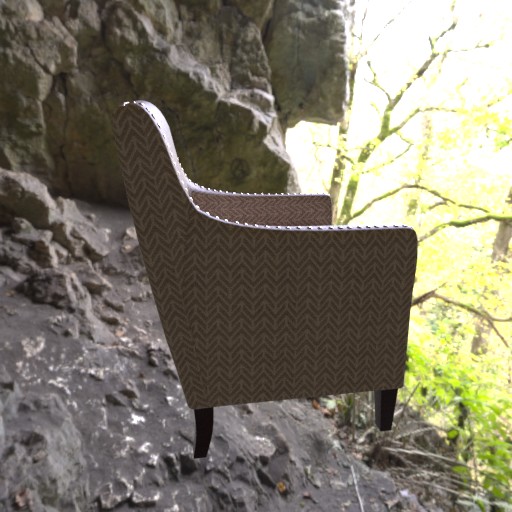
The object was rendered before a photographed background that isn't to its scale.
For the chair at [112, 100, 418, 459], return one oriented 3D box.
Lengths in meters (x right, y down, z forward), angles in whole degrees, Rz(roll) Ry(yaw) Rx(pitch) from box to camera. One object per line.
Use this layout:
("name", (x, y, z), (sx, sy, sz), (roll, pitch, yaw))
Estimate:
("chair", (0.000, 0.000, 1.262), (0.651, 0.816, 0.623), (-3, 16, -10))
